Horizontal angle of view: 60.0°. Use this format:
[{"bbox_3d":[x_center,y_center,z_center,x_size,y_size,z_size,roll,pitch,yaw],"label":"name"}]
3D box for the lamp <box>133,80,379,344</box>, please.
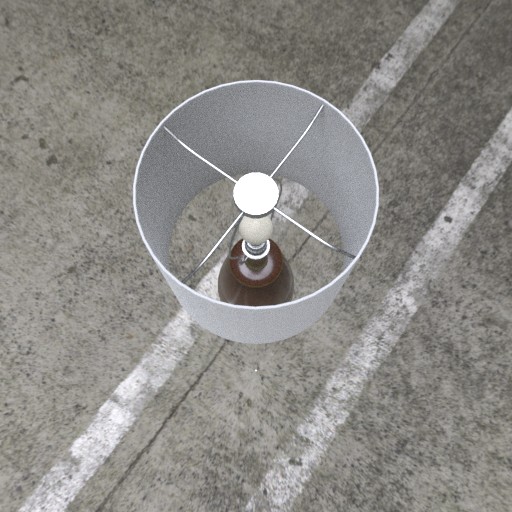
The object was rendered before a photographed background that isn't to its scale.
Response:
[{"bbox_3d":[0.000,0.000,0.474,0.186,0.369,0.186,0,76,0],"label":"lamp"}]
